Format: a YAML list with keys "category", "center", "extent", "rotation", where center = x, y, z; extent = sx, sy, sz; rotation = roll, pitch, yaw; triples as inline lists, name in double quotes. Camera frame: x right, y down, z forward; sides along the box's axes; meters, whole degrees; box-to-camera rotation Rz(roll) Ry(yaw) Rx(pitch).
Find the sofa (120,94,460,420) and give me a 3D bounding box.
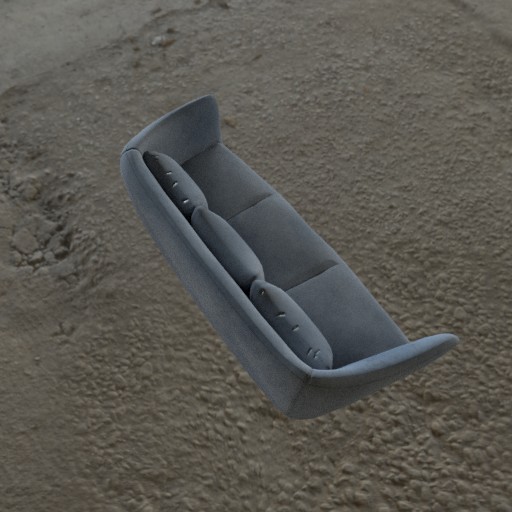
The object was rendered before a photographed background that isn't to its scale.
- category: "sofa"
  center: [0.000, 0.000, 2.567]
  extent: [0.849, 0.795, 2.095]
  rotation: [-31, 64, -18]
